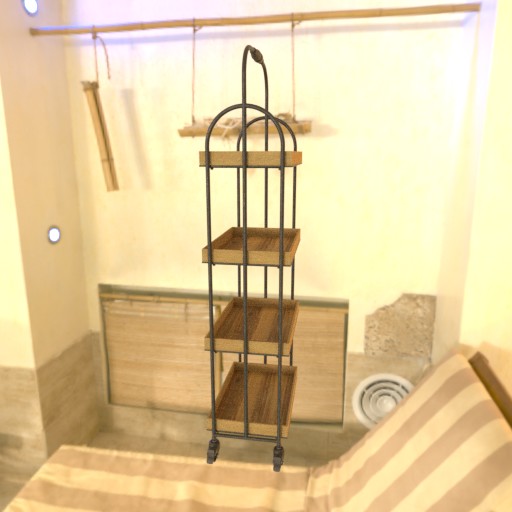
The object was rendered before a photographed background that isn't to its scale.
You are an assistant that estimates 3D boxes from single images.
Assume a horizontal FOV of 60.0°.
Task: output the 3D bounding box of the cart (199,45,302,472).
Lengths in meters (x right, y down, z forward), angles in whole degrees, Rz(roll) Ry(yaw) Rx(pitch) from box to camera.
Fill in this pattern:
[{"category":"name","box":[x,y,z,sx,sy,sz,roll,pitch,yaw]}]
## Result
[{"category":"cart","box":[0.000,0.000,1.715,0.308,1.481,0.581,2,13,9]}]
